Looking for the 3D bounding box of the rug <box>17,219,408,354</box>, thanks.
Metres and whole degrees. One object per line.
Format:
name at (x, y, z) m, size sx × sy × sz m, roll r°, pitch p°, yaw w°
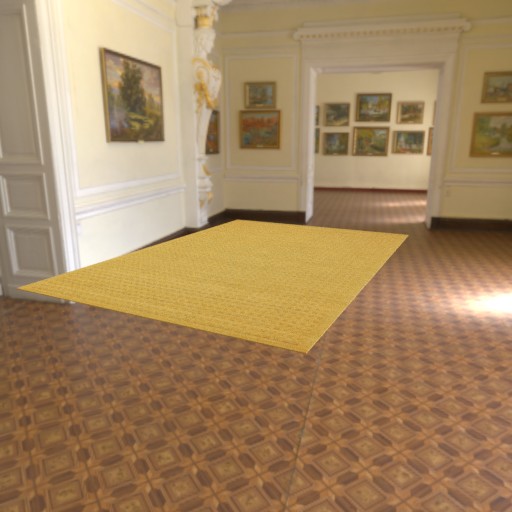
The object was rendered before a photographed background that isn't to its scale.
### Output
rug at (0.000, 0.000, 3.664) m, size 1.981 × 0.006 × 2.895 m, roll 7°, pitch 16°, yaw 26°
